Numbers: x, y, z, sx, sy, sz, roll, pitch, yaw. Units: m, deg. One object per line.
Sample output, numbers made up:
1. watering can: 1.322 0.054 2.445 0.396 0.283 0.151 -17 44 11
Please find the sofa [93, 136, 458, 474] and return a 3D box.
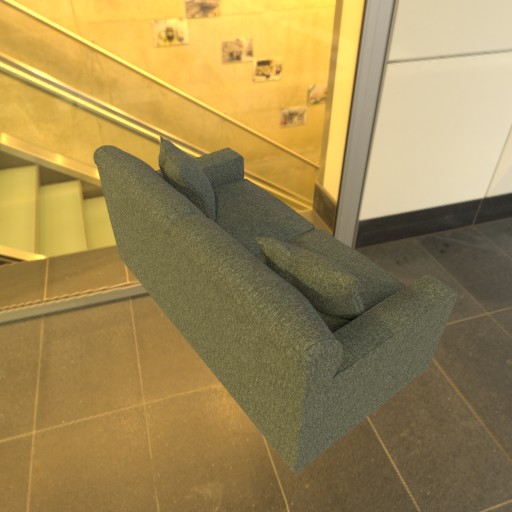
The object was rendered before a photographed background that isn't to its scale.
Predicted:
1. sofa: 0.000 0.000 2.450 0.998 0.958 1.846 -25 46 -28
